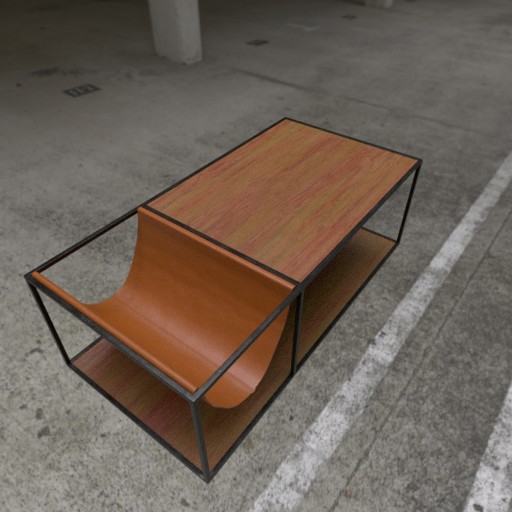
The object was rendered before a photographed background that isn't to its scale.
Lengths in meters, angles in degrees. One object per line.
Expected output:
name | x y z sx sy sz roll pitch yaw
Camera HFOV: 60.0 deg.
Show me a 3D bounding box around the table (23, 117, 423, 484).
table | 0.000 0.000 1.495 0.597 0.403 1.199 27 48 27
